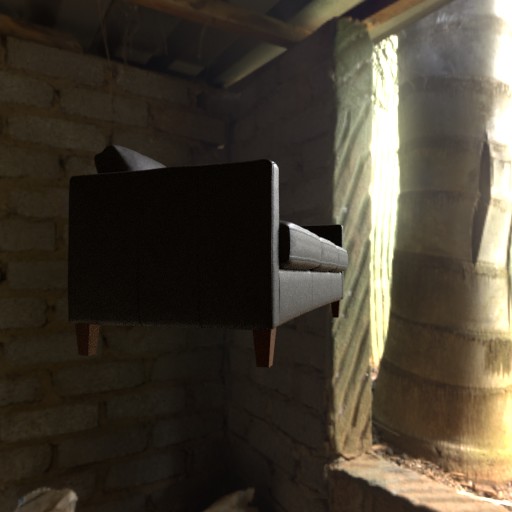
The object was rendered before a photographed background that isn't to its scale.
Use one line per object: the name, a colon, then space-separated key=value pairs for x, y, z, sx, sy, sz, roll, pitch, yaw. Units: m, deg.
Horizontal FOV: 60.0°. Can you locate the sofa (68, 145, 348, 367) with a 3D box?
sofa: x=0.000 y=0.000 z=3.016 sx=1.045 sy=1.006 sz=2.464 roll=-1 pitch=-3 yaw=18
